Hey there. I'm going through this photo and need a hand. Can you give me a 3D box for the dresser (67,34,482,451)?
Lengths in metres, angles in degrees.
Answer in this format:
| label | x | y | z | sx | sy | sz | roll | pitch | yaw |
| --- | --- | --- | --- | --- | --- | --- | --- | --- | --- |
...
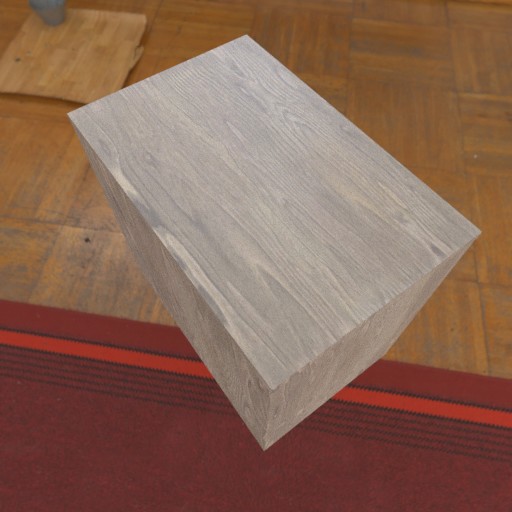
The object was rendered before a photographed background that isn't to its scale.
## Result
| label | x | y | z | sx | sy | sz | roll | pitch | yaw |
| --- | --- | --- | --- | --- | --- | --- | --- | --- | --- |
| dresser | 0.000 | 0.000 | 1.301 | 0.529 | 0.762 | 0.809 | -32 | 64 | -18 |
